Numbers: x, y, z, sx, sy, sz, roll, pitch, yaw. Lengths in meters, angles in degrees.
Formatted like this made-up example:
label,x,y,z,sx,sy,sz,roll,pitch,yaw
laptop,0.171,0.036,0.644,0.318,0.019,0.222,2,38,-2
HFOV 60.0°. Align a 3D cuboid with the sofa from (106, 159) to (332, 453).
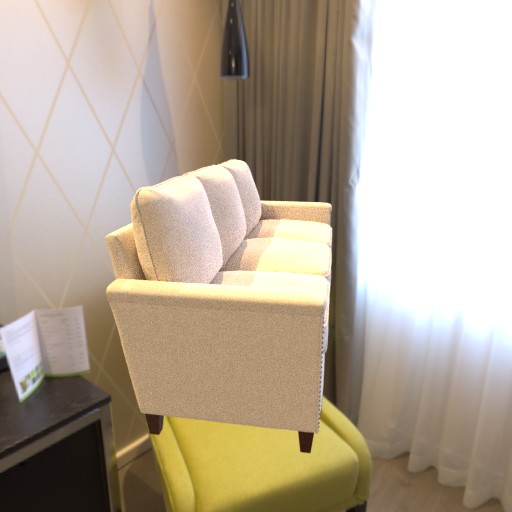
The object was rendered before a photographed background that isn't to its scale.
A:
label,x,y,z,sx,sy,sz,roll,pitch,yaw
sofa,0.000,0.000,2.451,0.828,0.961,1.925,3,17,9
